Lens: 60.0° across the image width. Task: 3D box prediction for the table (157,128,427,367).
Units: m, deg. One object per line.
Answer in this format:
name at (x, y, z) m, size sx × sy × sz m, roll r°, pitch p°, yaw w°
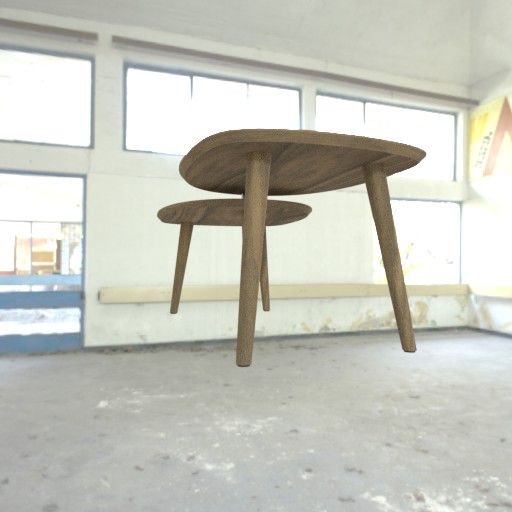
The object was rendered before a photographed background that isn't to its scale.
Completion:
table at (0.000, 0.000, 1.330) m, size 0.527 × 0.429 × 1.084 m, roll 0°, pitch -1°, yaw -18°
